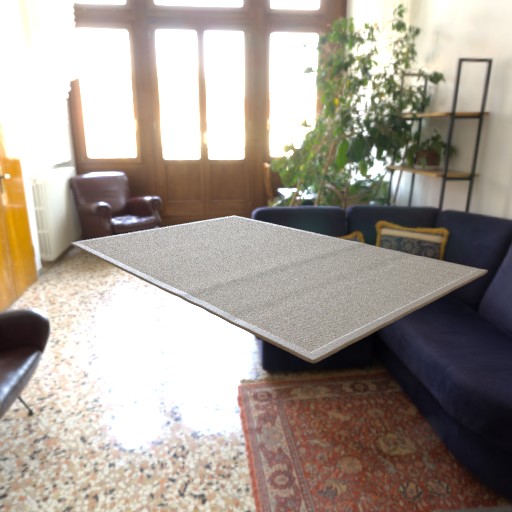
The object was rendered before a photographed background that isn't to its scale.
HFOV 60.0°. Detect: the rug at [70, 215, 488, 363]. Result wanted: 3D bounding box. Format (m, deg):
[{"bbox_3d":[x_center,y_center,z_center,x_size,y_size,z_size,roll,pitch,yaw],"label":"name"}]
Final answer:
[{"bbox_3d":[0.000,0.000,2.872,1.540,0.021,2.290,-14,21,-40],"label":"rug"}]
